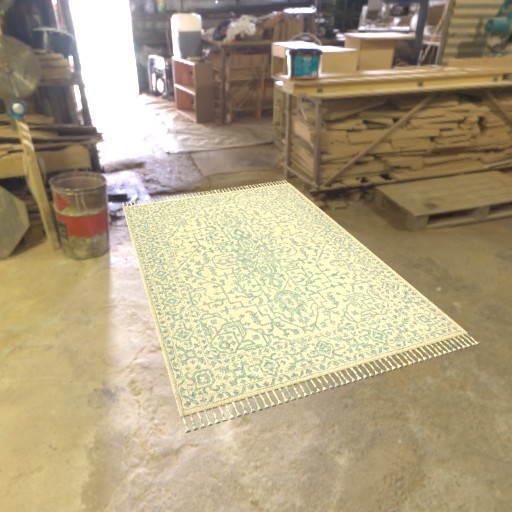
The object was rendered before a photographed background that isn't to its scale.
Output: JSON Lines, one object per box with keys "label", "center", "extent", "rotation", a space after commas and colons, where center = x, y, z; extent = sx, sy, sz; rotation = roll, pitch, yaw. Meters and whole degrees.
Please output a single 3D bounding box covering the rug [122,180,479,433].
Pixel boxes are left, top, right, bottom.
{"label": "rug", "center": [0.000, 0.000, 3.007], "extent": [1.524, 0.010, 2.438], "rotation": [-11, 32, -18]}
